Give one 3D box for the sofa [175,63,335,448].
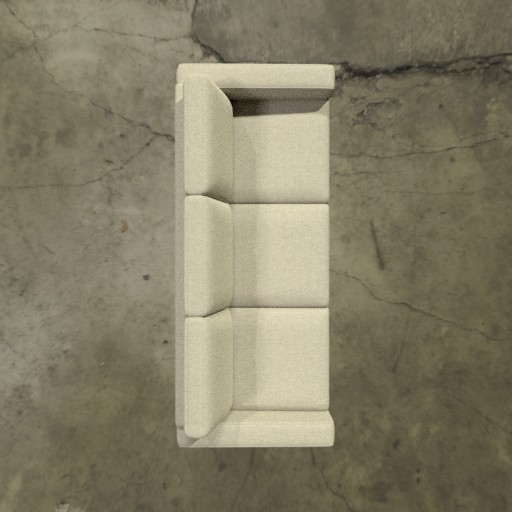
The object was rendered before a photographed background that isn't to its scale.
[{"bbox_3d":[0.000,0.000,2.634,0.900,0.800,2.160,0,90,-1],"label":"sofa"}]
